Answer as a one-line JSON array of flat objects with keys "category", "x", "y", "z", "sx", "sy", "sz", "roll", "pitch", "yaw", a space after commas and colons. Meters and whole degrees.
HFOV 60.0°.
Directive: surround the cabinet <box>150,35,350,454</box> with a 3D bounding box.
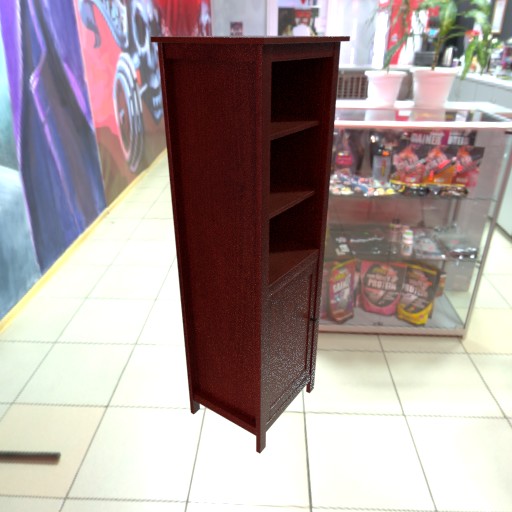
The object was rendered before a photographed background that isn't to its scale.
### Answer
[{"category": "cabinet", "x": 0.000, "y": 0.000, "z": 1.709, "sx": 0.401, "sy": 1.518, "sz": 0.500, "roll": 18, "pitch": 32, "yaw": 31}]
